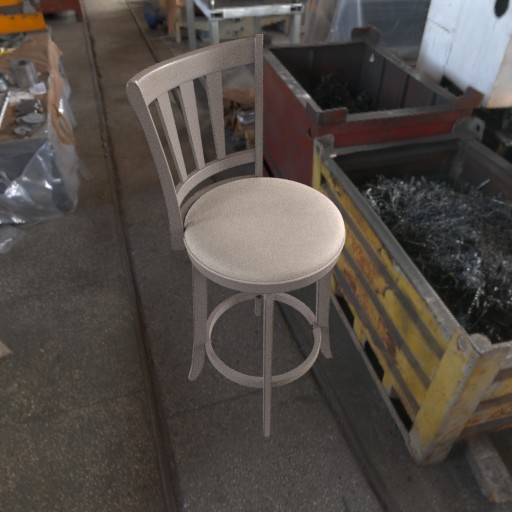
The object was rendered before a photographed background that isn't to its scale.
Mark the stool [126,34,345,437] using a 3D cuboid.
[{"bbox_3d":[0.000,0.000,1.249,0.475,1.023,0.436,27,48,28],"label":"stool"}]
